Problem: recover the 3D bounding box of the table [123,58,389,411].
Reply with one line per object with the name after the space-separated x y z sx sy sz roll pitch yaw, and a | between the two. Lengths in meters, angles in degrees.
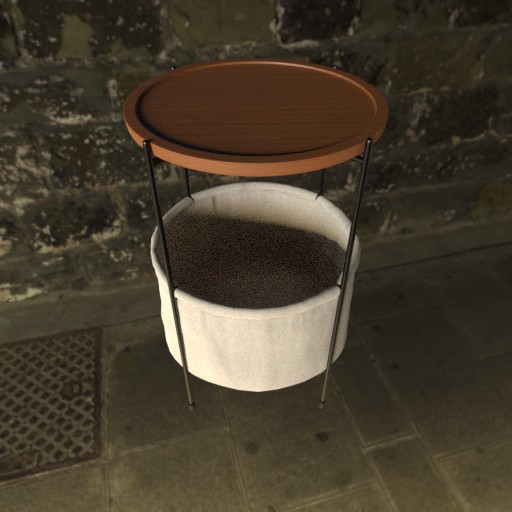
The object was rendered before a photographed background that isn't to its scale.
0.000 0.000 0.861 0.393 0.623 0.393 -1 41 -1 | table
